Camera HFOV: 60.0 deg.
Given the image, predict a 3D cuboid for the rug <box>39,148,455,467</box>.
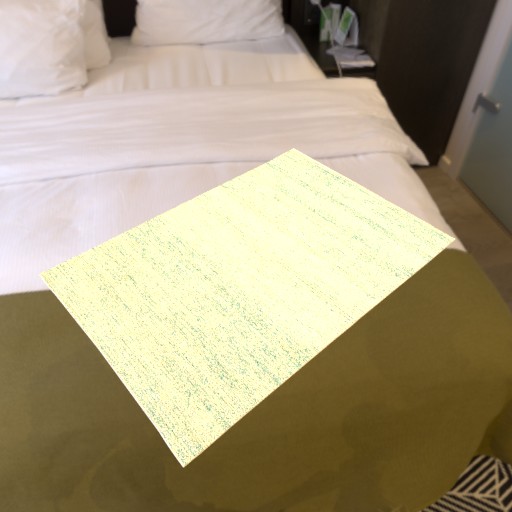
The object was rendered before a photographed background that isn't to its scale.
[{"bbox_3d":[0.000,0.000,2.953,2.305,0.029,1.593,-32,53,-28],"label":"rug"}]
